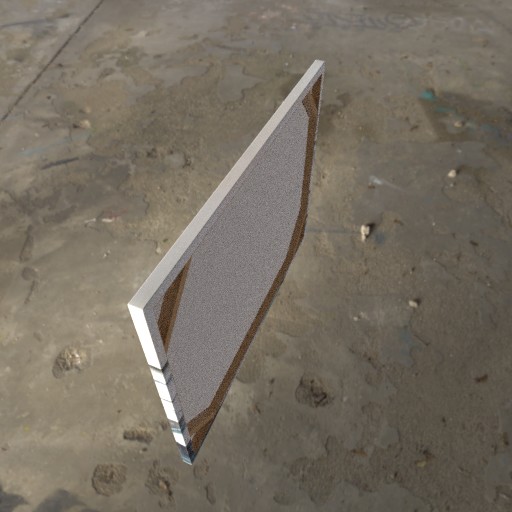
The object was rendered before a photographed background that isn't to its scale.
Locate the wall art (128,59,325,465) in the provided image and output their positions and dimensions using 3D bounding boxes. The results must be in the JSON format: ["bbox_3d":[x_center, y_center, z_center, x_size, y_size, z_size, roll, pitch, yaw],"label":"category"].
[{"bbox_3d":[0.000,0.000,1.589,0.039,0.915,1.219,17,50,15],"label":"wall art"}]
